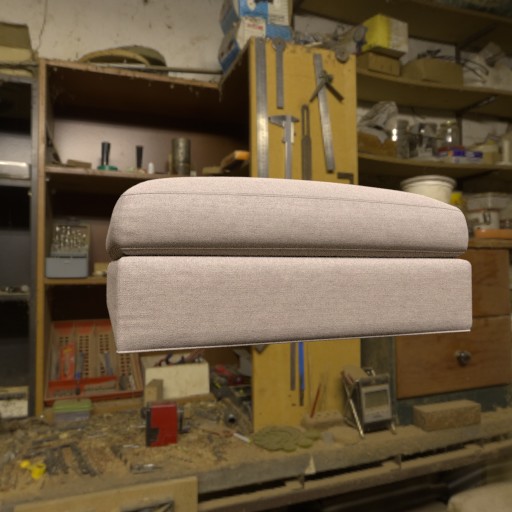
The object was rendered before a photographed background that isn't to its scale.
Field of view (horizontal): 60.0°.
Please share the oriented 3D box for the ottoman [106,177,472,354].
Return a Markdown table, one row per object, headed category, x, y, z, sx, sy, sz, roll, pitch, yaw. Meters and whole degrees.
| category | x | y | z | sx | sy | sz | roll | pitch | yaw |
| --- | --- | --- | --- | --- | --- | --- | --- | --- | --- |
| ottoman | 0.000 | 0.000 | 1.637 | 1.041 | 0.470 | 1.041 | 0 | -1 | -20 |
